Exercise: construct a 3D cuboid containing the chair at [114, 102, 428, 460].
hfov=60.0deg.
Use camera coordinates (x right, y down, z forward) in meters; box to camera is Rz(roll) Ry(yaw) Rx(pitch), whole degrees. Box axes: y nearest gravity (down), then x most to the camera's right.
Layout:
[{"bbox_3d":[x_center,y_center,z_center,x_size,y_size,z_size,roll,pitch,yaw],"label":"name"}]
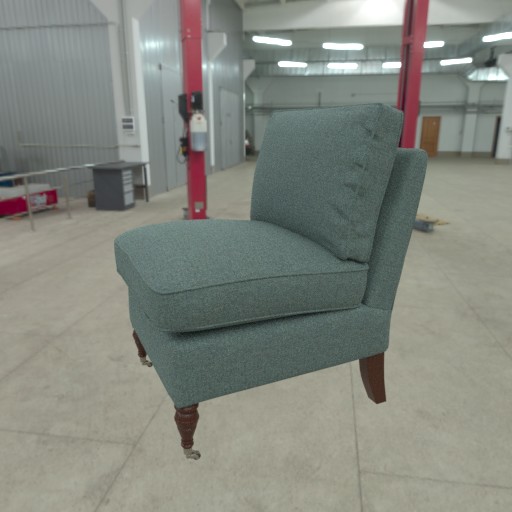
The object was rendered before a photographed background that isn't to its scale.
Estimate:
[{"bbox_3d":[0.000,0.000,1.401,0.796,0.901,0.624,-8,18,-25],"label":"chair"}]
